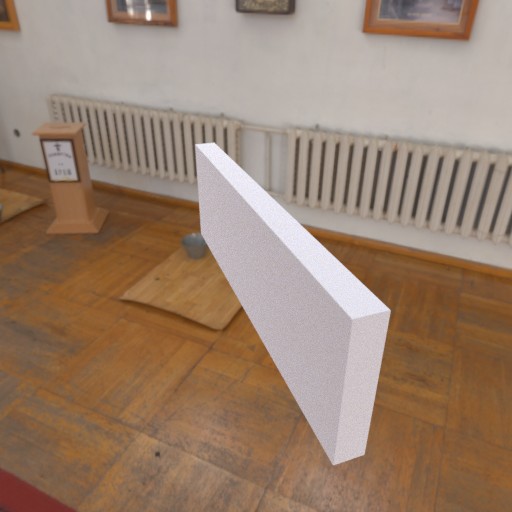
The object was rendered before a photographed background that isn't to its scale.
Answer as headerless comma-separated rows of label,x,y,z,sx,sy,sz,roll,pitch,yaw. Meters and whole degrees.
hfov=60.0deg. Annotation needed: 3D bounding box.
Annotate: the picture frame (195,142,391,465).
picture frame,0.000,0.000,0.865,0.050,0.250,0.759,-10,31,-17
